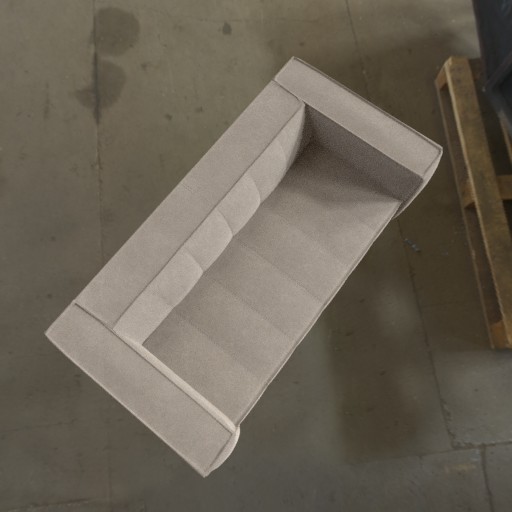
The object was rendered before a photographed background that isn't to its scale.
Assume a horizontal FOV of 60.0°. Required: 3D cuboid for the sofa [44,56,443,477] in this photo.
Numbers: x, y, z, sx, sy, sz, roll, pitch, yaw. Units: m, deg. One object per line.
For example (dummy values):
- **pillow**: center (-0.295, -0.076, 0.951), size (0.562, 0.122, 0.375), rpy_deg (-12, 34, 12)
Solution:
- **sofa**: center (0.000, 0.000, 2.482), size (1.038, 0.680, 1.995), rpy_deg (37, 77, 10)
